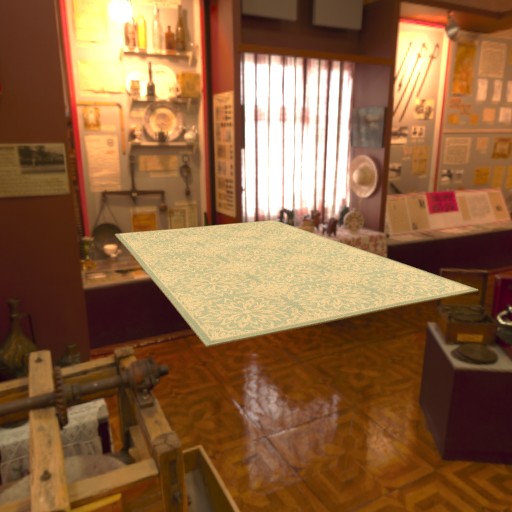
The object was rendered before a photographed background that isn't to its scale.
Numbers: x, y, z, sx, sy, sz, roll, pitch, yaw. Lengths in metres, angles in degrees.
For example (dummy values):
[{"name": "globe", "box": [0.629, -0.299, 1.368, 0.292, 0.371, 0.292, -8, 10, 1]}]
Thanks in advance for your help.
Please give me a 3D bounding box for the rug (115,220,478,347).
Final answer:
[{"name": "rug", "box": [0.000, 0.000, 3.622, 1.819, 0.018, 2.746, -7, 16, -25]}]
